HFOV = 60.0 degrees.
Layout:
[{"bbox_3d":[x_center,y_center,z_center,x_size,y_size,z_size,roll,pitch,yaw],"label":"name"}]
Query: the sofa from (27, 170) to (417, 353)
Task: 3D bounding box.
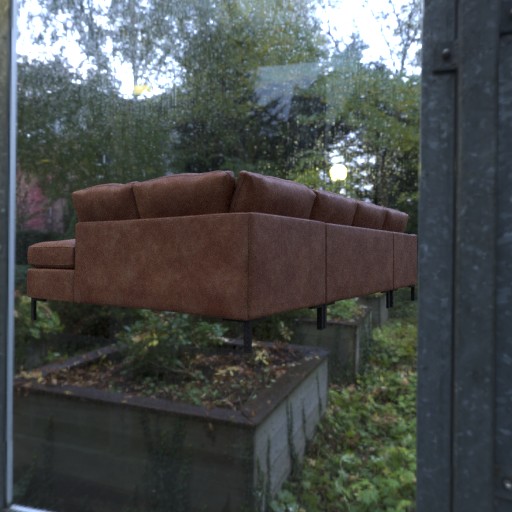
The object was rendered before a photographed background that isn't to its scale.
[{"bbox_3d":[0.000,0.000,3.798,1.939,0.900,2.956,0,0,34],"label":"sofa"}]
